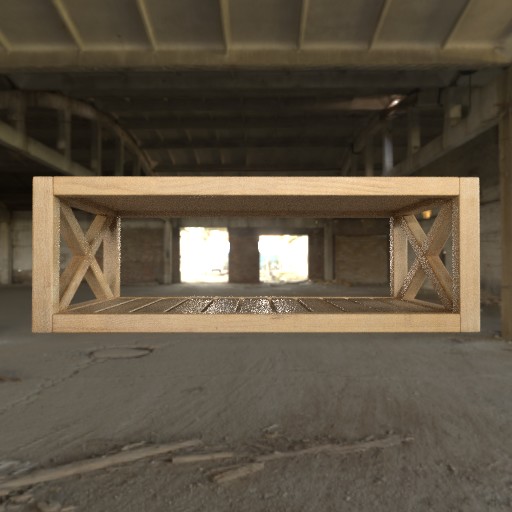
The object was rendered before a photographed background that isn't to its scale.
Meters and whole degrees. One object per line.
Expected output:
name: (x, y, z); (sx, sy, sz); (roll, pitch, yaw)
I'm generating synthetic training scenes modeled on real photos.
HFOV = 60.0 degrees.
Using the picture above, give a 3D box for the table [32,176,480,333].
table: (0.000, 0.000, 1.625); (1.321, 0.457, 0.660); (0, -1, 0)
